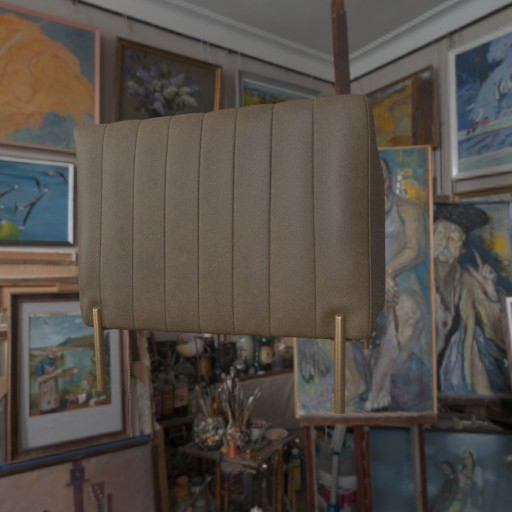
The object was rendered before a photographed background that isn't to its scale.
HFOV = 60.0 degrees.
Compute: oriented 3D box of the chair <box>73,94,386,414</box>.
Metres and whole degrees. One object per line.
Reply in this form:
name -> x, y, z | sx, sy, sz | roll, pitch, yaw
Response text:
chair -> 0.000, 0.000, 1.598 | 0.876, 0.779, 0.981 | -1, -2, 18
